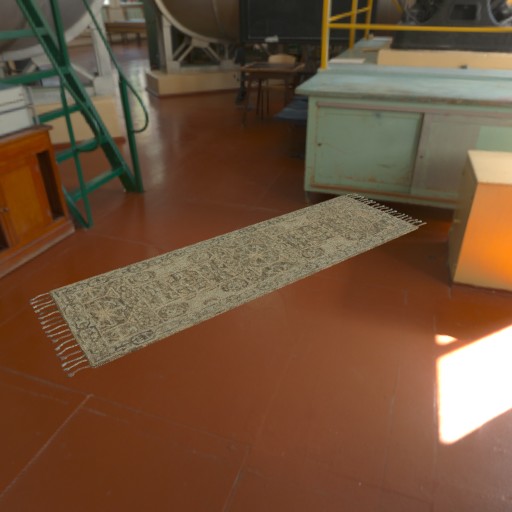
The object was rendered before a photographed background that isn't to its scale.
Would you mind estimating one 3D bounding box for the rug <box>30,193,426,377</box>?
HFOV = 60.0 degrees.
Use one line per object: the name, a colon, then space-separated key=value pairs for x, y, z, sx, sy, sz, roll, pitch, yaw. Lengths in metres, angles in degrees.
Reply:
rug: x=0.000 y=0.000 z=2.935 sx=2.664 sy=0.011 sz=0.762 roll=-20 pitch=36 yaw=-31
